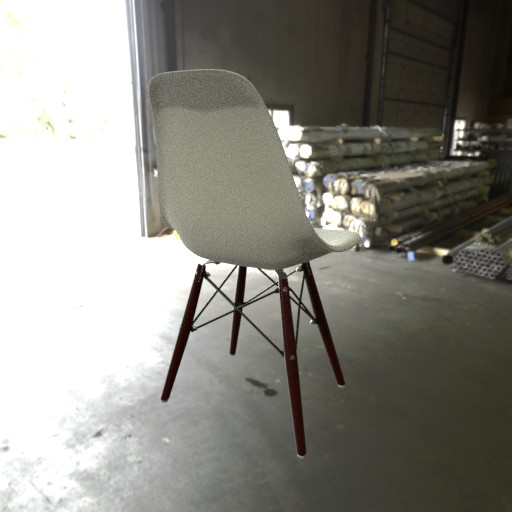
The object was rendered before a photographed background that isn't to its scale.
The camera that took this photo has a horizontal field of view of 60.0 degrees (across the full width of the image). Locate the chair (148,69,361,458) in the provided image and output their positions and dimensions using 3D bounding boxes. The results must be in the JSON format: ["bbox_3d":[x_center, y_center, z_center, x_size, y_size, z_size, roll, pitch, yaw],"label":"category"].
[{"bbox_3d":[0.000,0.000,1.132,0.470,0.826,0.533,9,18,28],"label":"chair"}]
